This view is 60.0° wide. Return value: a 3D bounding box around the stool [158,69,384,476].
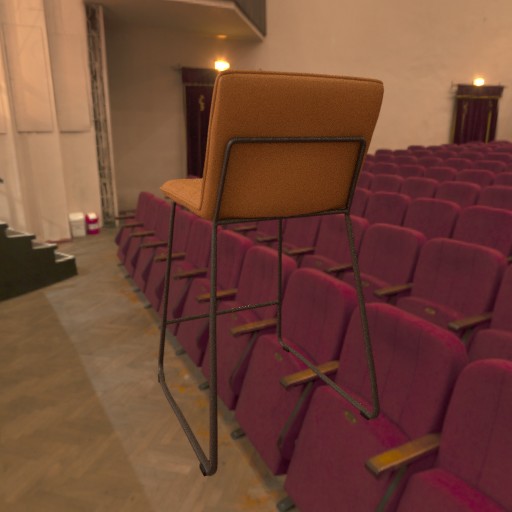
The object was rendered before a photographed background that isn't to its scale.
[{"bbox_3d":[0.000,0.000,1.193,0.489,0.866,0.524,-7,17,-25],"label":"stool"}]
